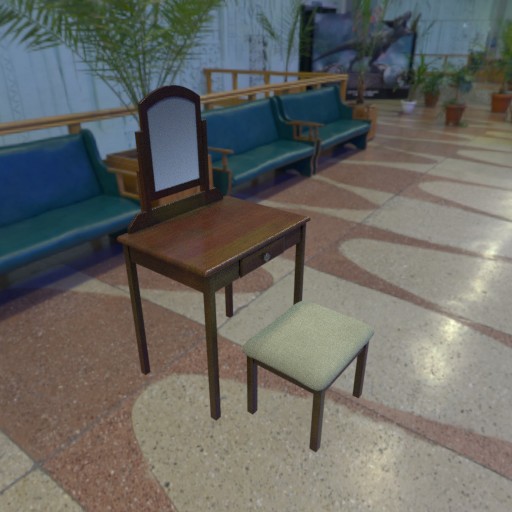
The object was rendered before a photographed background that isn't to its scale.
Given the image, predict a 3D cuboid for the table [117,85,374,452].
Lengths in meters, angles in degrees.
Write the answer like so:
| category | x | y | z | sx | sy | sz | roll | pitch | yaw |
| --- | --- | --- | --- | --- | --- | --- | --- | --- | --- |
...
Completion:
| category | x | y | z | sx | sy | sz | roll | pitch | yaw |
| --- | --- | --- | --- | --- | --- | --- | --- | --- | --- |
| table | 0.000 | 0.000 | 2.345 | 1.211 | 1.631 | 0.876 | 19 | 32 | 34 |
